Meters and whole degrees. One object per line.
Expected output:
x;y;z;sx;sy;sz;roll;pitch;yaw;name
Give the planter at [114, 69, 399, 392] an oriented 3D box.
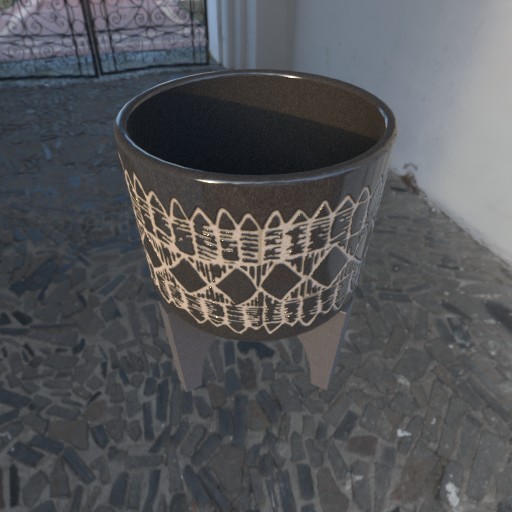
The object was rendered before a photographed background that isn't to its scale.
0.000;0.000;0.395;0.196;0.264;0.196;-1;40;-1;planter
